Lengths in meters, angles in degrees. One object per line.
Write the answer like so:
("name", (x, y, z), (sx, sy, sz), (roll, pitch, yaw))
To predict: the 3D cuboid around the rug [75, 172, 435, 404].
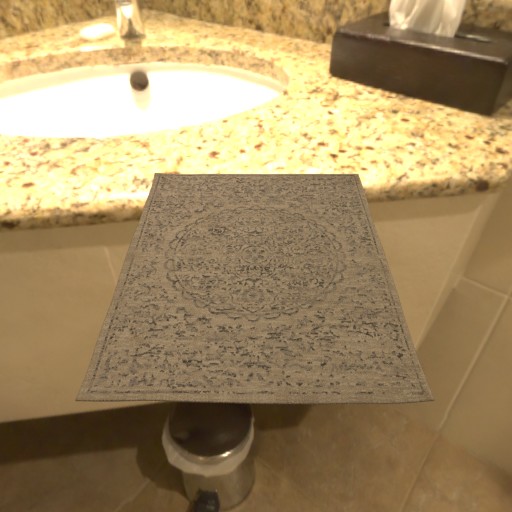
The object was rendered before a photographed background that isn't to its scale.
("rug", (0.000, 0.000, 3.989), (2.343, 0.026, 2.925), (0, 41, 0))
